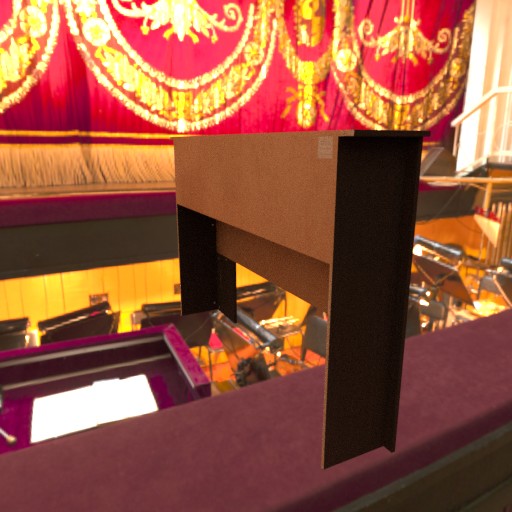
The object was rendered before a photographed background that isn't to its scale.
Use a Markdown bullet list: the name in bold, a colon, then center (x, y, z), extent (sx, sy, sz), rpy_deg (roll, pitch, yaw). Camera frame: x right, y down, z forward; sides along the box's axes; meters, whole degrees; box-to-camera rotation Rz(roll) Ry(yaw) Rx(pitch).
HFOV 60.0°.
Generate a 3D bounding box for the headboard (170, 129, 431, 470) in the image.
- **headboard**: center (0.000, 0.000, 2.070), extent (0.279, 1.092, 1.671), rpy_deg (-7, 16, -26)
